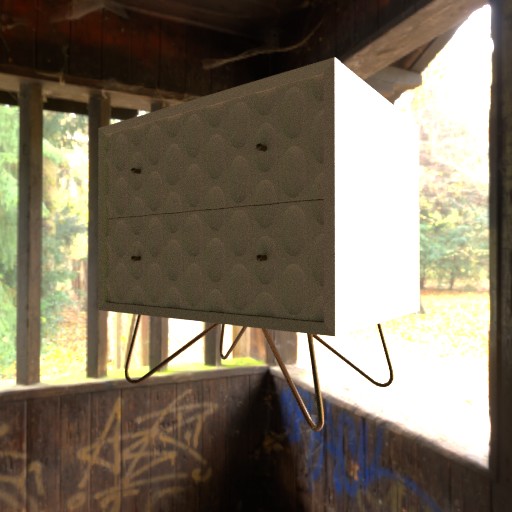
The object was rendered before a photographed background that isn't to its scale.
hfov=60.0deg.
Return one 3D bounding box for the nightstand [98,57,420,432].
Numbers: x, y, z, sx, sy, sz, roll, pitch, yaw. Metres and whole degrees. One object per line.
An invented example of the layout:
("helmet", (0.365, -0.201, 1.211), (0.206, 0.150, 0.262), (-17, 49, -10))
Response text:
("nightstand", (0.000, 0.000, 1.030), (0.614, 0.604, 0.447), (0, -1, 37))
